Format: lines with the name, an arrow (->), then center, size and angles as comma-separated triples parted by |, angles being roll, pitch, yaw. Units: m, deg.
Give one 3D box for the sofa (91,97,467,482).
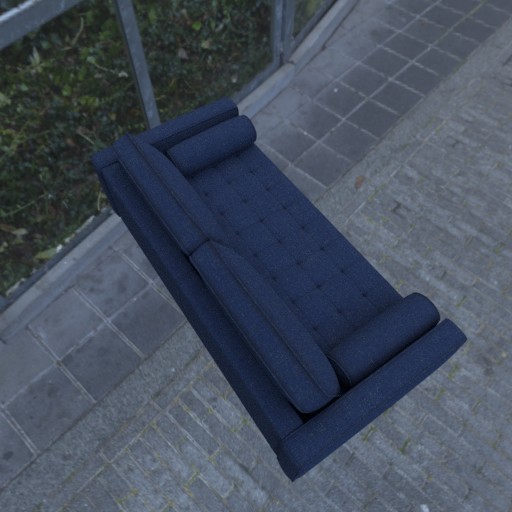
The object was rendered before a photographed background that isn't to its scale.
sofa -> 0.000, 0.000, 2.274 | 0.914, 0.762, 1.880 | -30, 62, -18
